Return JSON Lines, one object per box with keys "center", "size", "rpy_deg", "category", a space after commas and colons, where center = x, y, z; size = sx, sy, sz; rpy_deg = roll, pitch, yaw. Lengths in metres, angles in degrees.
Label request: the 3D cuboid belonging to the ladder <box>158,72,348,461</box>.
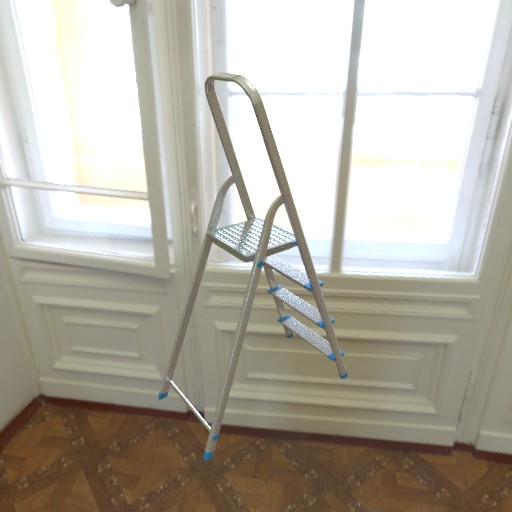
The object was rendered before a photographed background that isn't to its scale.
{"center": [0.000, 0.000, 1.863], "size": [0.842, 1.434, 0.445], "rpy_deg": [-18, 32, -32], "category": "ladder"}
